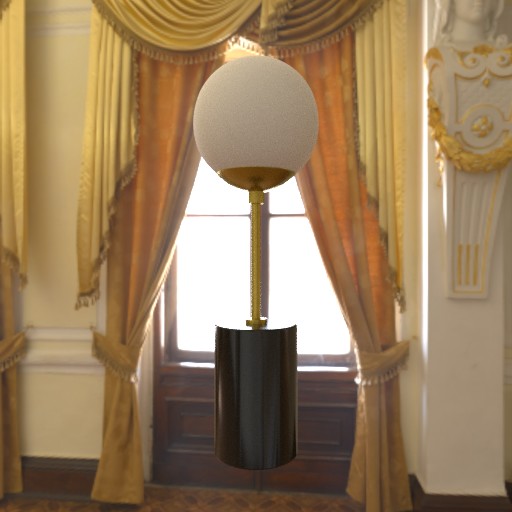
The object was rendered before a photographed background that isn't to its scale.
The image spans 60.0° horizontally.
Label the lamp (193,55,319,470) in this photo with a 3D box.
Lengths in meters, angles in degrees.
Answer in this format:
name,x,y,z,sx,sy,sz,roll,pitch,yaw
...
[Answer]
name,x,y,z,sx,sy,sz,roll,pitch,yaw
lamp,0.000,0.000,0.547,0.153,0.480,0.153,0,0,0
